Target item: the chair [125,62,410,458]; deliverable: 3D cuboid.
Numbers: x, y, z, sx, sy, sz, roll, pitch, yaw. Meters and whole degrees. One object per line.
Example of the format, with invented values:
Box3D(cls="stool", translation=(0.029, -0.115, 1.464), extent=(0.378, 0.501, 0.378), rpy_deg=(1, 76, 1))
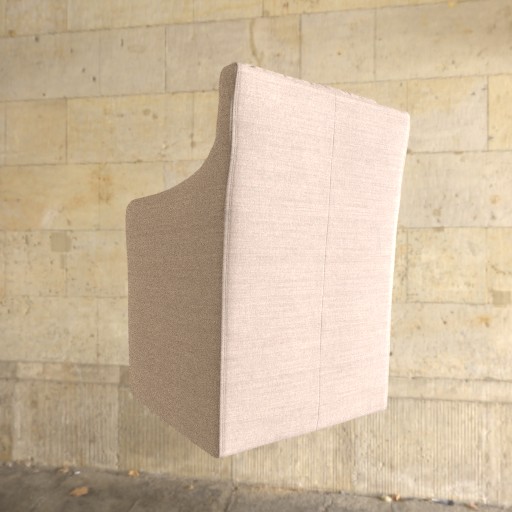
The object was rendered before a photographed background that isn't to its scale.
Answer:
Box3D(cls="chair", translation=(0.000, 0.000, 1.355), extent=(0.626, 0.914, 0.694), rpy_deg=(0, 0, -34))
